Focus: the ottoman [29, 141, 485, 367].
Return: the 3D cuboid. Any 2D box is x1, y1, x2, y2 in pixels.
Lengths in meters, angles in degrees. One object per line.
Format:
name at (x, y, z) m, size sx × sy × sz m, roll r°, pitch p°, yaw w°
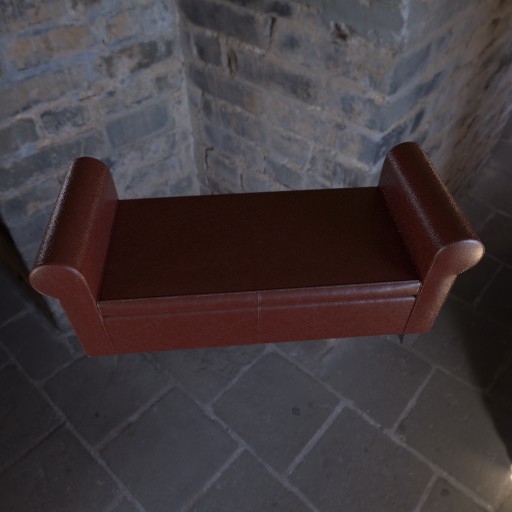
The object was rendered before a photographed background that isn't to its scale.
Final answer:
ottoman at (0.000, 0.000, 1.543) m, size 1.256 × 0.547 × 0.521 m, roll -3°, pitch 46°, yaw -3°
